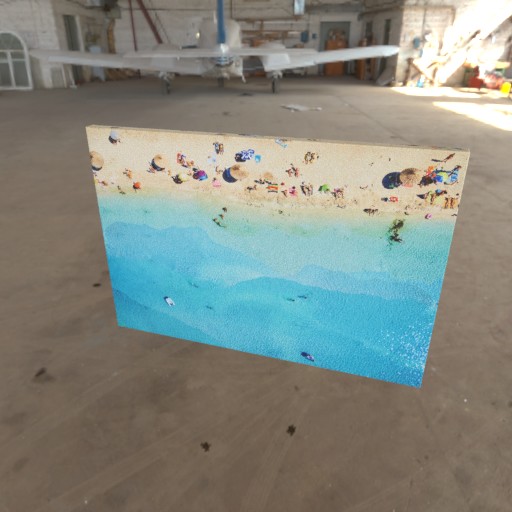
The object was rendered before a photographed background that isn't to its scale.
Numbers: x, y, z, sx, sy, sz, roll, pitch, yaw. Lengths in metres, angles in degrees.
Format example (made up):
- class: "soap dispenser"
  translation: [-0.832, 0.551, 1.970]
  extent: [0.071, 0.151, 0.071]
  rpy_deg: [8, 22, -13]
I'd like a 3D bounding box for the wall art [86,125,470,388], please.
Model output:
- class: "wall art"
  translation: [0.000, 0.000, 1.447]
  extent: [1.136, 0.769, 0.040]
  rpy_deg: [8, 27, 16]
